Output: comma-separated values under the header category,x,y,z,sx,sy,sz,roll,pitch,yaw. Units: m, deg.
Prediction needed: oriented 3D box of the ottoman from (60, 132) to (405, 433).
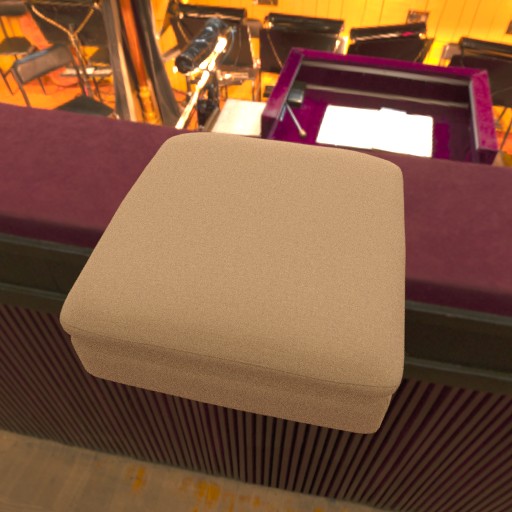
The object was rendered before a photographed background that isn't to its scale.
category,x,y,z,sx,sy,sz,roll,pitch,yaw
ottoman,0.000,0.000,1.573,0.977,0.467,0.996,9,49,8
